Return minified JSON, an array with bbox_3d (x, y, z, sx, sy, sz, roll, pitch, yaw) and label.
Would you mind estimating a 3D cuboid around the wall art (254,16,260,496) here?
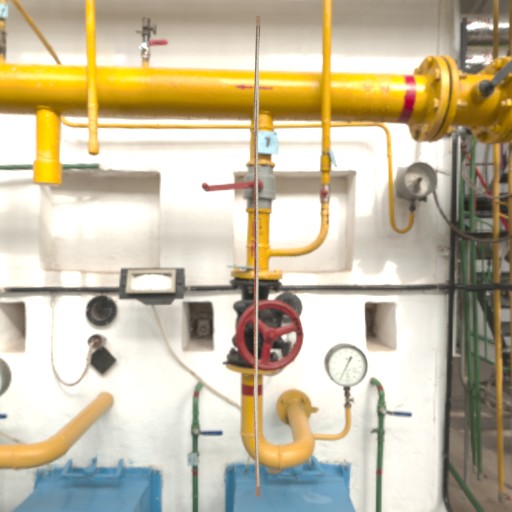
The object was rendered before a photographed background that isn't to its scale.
[{"bbox_3d":[0.000,0.000,1.914,0.019,1.527,1.019,0,0,-1],"label":"wall art"}]
